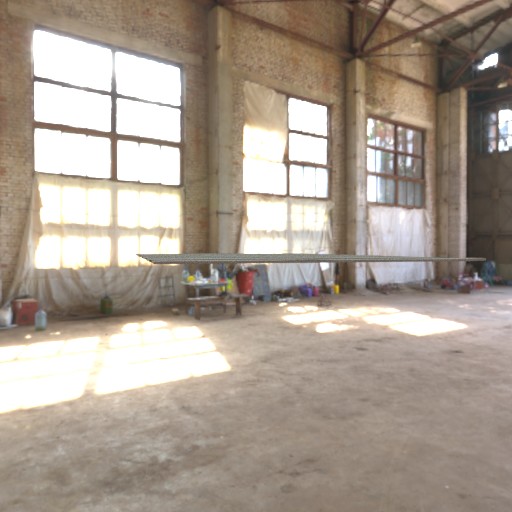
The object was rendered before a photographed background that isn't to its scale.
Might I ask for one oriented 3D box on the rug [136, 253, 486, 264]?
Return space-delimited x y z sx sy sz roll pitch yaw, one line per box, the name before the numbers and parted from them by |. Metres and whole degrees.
rug | 0.000 0.000 3.017 1.521 0.015 2.436 0 1 -17
